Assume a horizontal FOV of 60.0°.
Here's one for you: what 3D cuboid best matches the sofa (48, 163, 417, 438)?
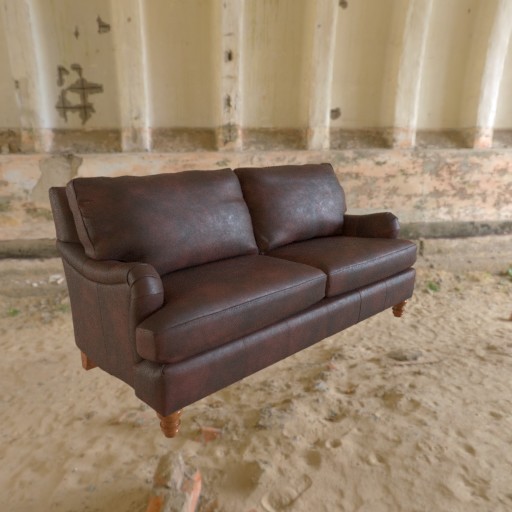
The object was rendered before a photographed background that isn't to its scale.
[{"bbox_3d":[0.000,0.000,2.774,2.144,1.071,1.147,-14,20,-42],"label":"sofa"}]
